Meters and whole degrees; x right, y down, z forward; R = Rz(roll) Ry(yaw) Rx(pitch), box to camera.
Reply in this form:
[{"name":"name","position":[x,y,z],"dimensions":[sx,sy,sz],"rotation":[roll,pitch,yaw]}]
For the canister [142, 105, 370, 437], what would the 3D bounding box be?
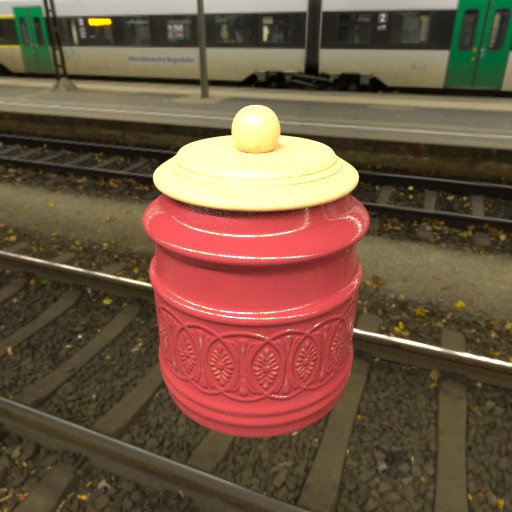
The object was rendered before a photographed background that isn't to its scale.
[{"name":"canister","position":[0.000,0.000,0.272],"dimensions":[0.130,0.176,0.130],"rotation":[0,27,0]}]
